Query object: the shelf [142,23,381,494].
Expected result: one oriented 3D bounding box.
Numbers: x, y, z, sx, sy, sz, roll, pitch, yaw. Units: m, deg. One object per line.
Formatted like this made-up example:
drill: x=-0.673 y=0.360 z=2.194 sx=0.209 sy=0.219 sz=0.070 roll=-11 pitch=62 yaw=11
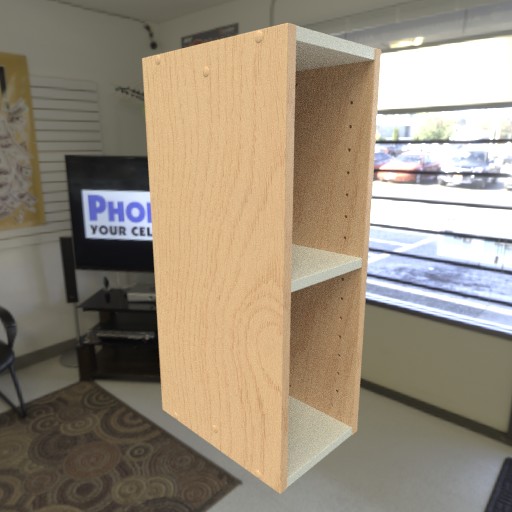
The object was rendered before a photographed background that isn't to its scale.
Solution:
shelf: x=0.000 y=0.000 z=0.713 sx=0.290 sy=0.600 sz=0.200 roll=14 pitch=20 yaw=43
